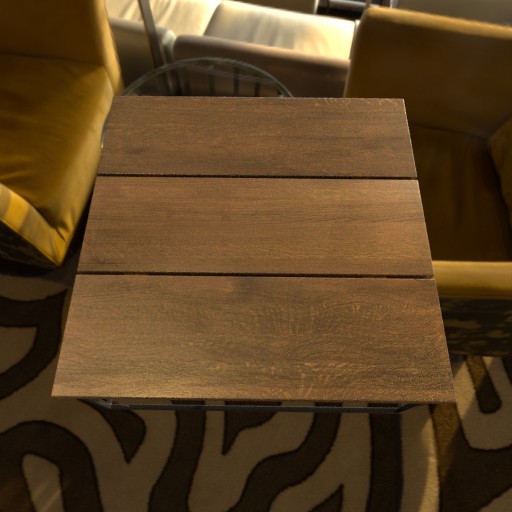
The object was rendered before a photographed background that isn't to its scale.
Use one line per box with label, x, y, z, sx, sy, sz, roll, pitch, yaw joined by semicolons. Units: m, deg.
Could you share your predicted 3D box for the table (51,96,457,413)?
table;0.000;0.000;1.358;0.900;0.400;0.900;1;64;0
